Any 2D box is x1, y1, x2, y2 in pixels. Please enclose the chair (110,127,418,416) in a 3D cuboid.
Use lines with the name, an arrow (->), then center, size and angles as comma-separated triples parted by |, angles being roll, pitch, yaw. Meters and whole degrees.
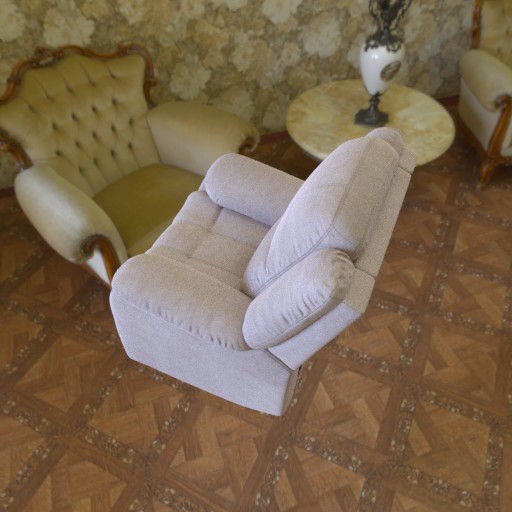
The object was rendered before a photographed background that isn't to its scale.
chair -> 0.000, 0.000, 1.748 | 0.944, 1.008, 0.899 | 18, 48, 17
